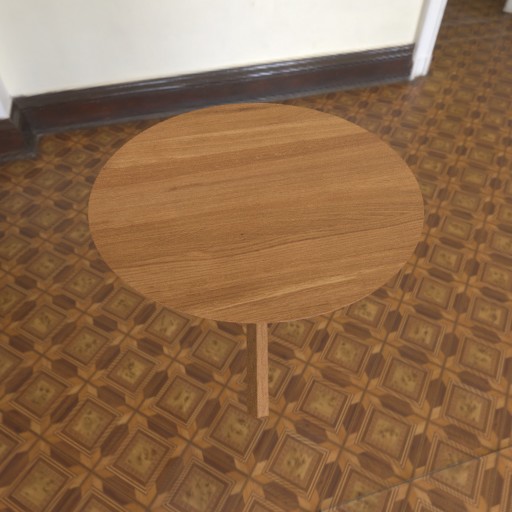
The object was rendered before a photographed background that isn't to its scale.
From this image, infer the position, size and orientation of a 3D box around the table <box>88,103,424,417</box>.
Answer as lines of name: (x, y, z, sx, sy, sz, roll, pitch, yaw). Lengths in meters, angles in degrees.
table: (0.000, 0.000, 1.657, 1.038, 0.666, 1.038, 0, 48, 0)
